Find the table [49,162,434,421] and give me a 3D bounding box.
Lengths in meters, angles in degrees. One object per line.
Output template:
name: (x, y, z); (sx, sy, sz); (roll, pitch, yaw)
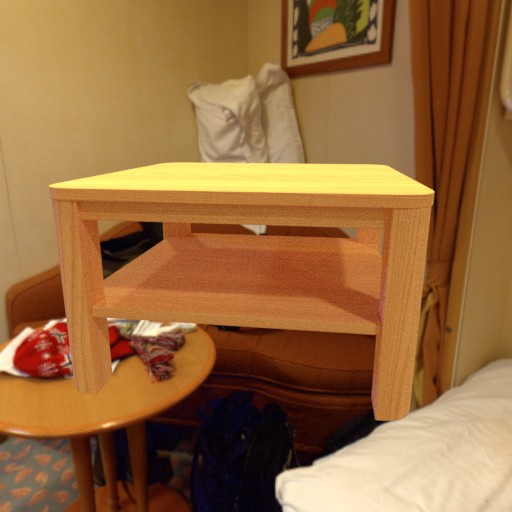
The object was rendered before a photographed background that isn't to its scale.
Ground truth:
table: (0.000, 0.000, 1.218); (0.750, 0.450, 0.750); (2, 16, 8)
